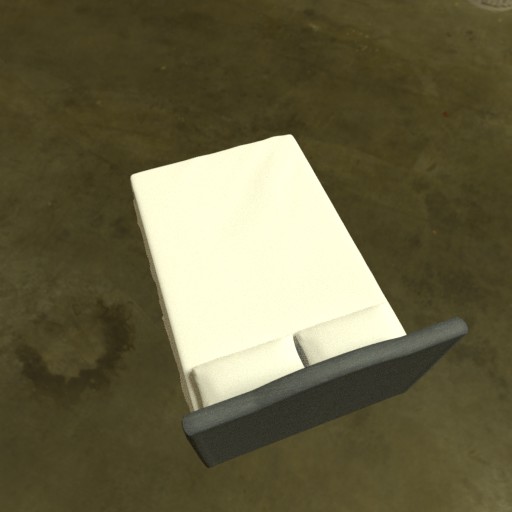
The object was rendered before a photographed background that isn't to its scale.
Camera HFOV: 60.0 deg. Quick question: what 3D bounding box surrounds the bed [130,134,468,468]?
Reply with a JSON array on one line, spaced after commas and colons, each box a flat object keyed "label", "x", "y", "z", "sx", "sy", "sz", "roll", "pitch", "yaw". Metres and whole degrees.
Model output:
[{"label": "bed", "x": 0.000, "y": 0.000, "z": 3.521, "sx": 1.747, "sy": 1.441, "sz": 2.507, "roll": -17, "pitch": 60, "yaw": -10}]
